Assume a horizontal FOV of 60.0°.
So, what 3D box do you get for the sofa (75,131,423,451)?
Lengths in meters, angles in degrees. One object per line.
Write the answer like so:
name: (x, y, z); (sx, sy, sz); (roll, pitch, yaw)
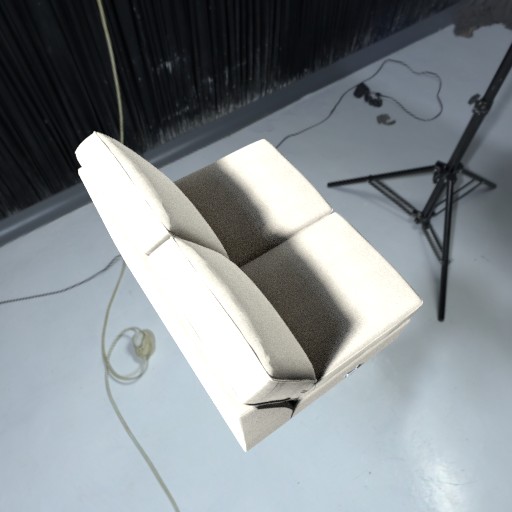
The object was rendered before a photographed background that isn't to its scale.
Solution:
sofa: (0.000, 0.000, 2.018); (0.978, 1.006, 1.232); (-31, 64, -17)
